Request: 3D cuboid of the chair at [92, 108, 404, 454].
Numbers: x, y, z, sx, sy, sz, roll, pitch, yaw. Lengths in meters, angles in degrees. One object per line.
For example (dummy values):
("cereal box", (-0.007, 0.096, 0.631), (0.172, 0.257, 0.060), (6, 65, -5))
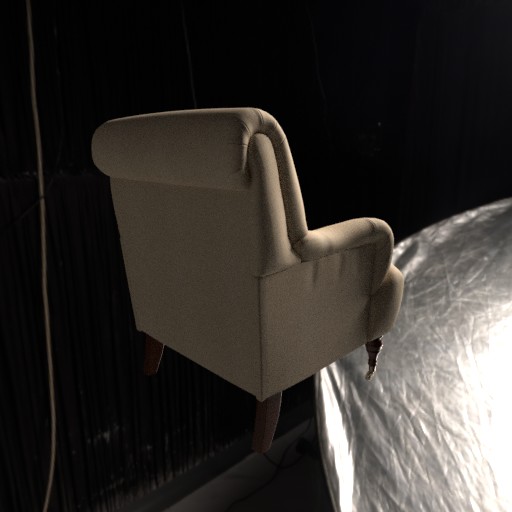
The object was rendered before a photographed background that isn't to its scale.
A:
("chair", (0.000, 0.000, 1.567), (0.842, 0.944, 0.766), (-13, 19, -42))
